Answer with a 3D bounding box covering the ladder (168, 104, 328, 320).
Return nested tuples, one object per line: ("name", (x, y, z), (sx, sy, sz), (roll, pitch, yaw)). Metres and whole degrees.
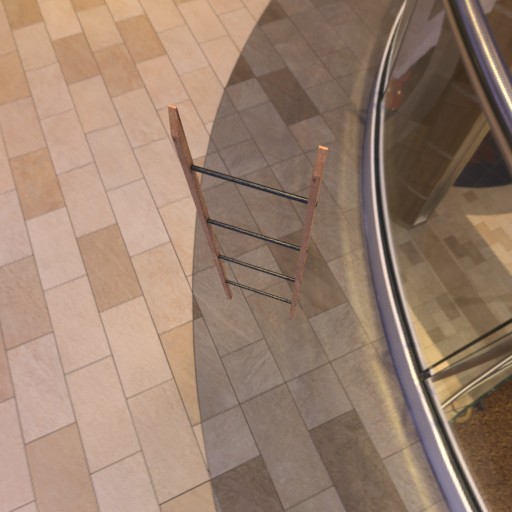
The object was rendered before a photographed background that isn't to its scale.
("ladder", (0.000, 0.000, 1.978), (0.442, 1.805, 0.200), (18, 65, 8))
